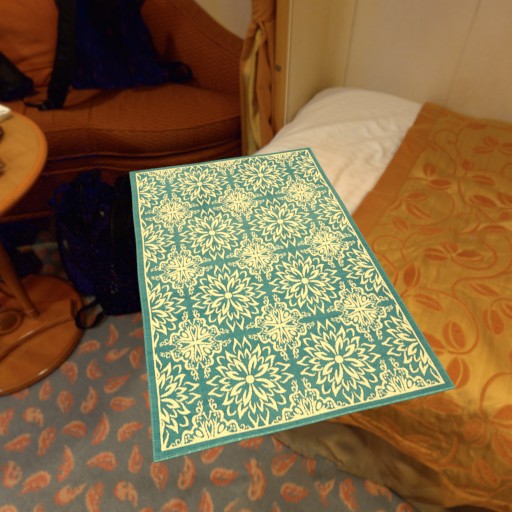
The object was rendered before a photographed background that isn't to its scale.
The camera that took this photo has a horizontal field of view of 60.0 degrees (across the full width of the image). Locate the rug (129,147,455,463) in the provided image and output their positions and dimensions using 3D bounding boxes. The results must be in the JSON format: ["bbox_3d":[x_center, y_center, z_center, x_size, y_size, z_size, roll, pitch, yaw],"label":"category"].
[{"bbox_3d":[0.000,0.000,3.491,1.830,0.018,2.769,-10,47,-10],"label":"rug"}]
